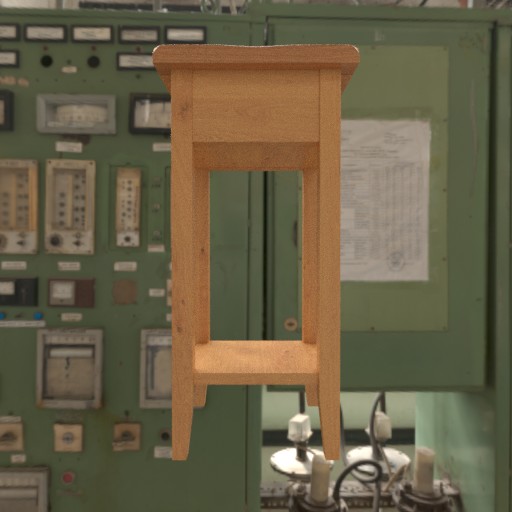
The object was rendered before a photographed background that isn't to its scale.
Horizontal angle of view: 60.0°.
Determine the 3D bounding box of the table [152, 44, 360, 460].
[{"bbox_3d":[0.000,0.000,0.954,0.360,0.740,0.360,0,1,0],"label":"table"}]
